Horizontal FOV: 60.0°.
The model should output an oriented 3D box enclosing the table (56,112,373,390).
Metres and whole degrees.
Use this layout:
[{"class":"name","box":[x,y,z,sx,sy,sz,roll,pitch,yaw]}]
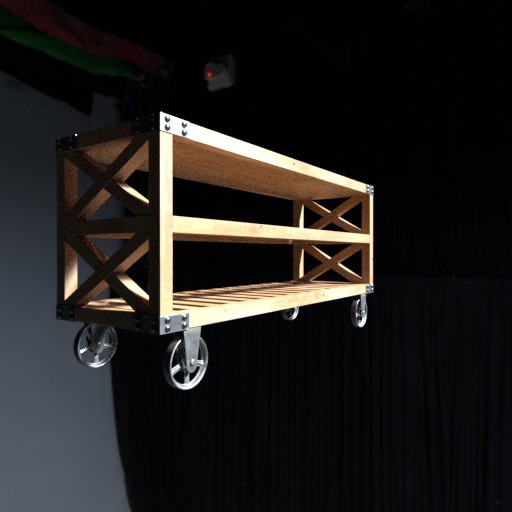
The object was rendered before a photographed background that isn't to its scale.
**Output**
[{"class":"table","box":[0.000,0.000,1.819,0.467,0.711,1.487,0,0,35]}]
